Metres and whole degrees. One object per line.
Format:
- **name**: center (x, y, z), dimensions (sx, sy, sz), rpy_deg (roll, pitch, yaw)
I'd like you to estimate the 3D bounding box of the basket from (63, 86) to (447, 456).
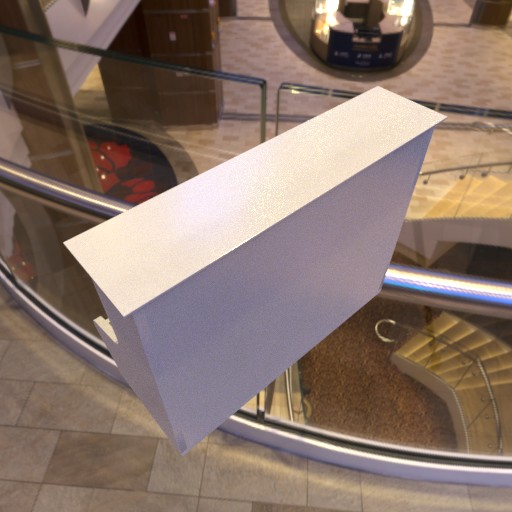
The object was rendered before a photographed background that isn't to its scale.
- **basket**: center (0.000, 0.000, 1.079), dimensions (0.780, 0.600, 0.350), rpy_deg (-33, 55, -27)
